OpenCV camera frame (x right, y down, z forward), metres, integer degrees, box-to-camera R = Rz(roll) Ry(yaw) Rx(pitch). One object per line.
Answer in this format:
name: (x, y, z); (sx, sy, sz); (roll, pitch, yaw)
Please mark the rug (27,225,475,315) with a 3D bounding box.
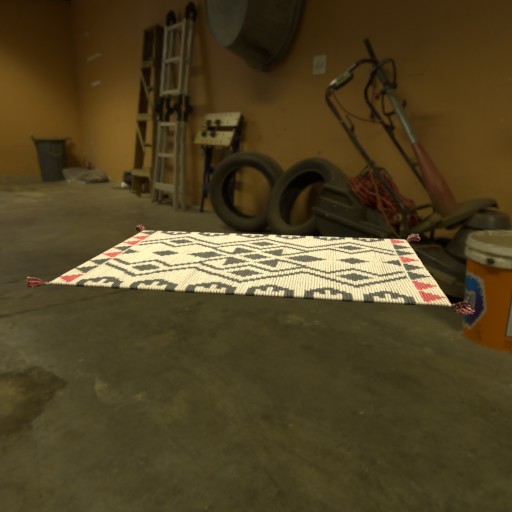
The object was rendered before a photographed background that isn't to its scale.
rug: (0.000, 0.000, 3.342); (2.672, 0.066, 1.741); (2, 16, 9)
